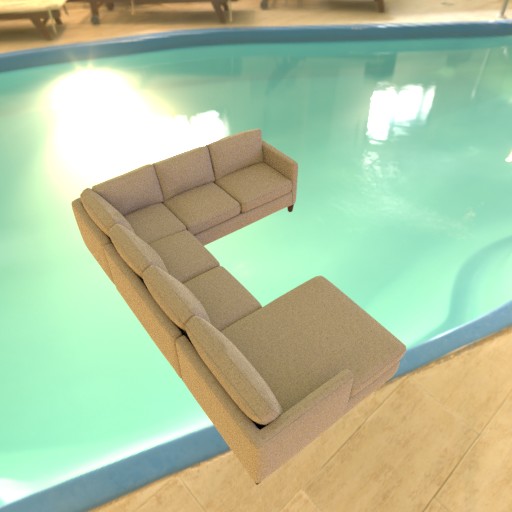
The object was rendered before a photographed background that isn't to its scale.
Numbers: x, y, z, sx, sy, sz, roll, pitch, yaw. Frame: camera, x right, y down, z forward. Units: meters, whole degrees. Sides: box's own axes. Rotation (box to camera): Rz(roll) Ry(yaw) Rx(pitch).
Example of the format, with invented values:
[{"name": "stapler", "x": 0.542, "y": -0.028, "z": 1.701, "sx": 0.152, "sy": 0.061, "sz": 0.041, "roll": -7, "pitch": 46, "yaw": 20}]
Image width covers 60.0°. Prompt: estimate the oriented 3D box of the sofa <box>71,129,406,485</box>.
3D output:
[{"name": "sofa", "x": 0.000, "y": 0.000, "z": 4.608, "sx": 2.593, "sy": 0.959, "sz": 3.460, "roll": -27, "pitch": 49, "yaw": -26}]
